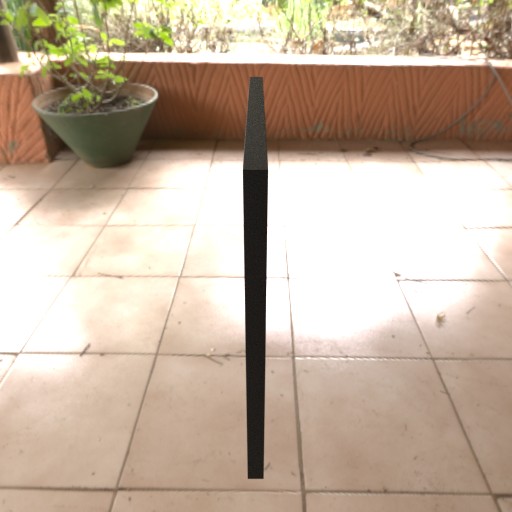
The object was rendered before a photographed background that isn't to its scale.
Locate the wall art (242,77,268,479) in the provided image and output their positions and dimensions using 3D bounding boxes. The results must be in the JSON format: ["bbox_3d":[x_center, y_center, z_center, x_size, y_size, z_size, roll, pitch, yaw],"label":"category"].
[{"bbox_3d":[0.000,0.000,0.468,0.015,0.304,0.306,0,31,0],"label":"wall art"}]
